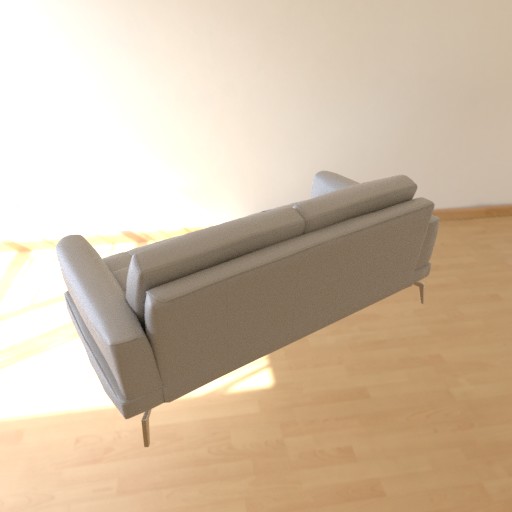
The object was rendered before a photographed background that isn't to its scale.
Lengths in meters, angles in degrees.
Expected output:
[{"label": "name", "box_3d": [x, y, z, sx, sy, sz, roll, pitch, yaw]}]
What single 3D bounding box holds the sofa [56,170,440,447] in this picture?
[{"label": "sofa", "box_3d": [0.000, 0.000, 2.741, 2.177, 0.930, 1.121, -19, 36, -29]}]
